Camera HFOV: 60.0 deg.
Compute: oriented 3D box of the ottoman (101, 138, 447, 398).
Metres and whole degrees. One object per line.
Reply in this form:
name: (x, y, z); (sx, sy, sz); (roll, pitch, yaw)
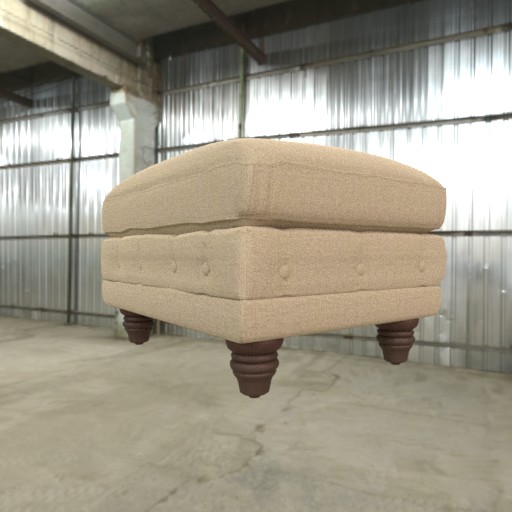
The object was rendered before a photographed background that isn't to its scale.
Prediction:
ottoman: (0.000, 0.000, 1.054); (0.541, 0.463, 0.684); (0, 0, -36)
